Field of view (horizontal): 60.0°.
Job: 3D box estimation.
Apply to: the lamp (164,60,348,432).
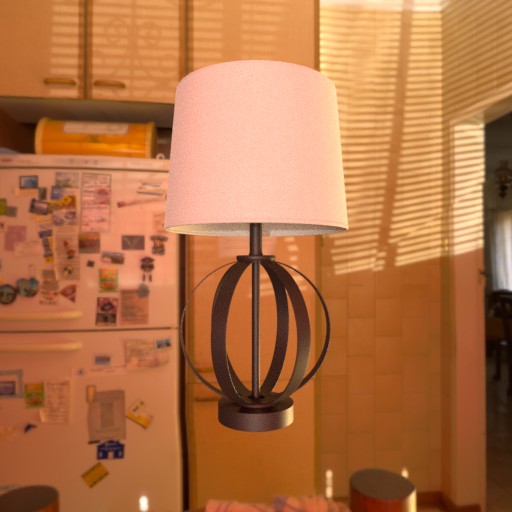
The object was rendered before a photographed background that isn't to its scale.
[{"bbox_3d":[0.000,0.000,0.703,0.286,0.510,0.286,0,-1,0],"label":"lamp"}]
